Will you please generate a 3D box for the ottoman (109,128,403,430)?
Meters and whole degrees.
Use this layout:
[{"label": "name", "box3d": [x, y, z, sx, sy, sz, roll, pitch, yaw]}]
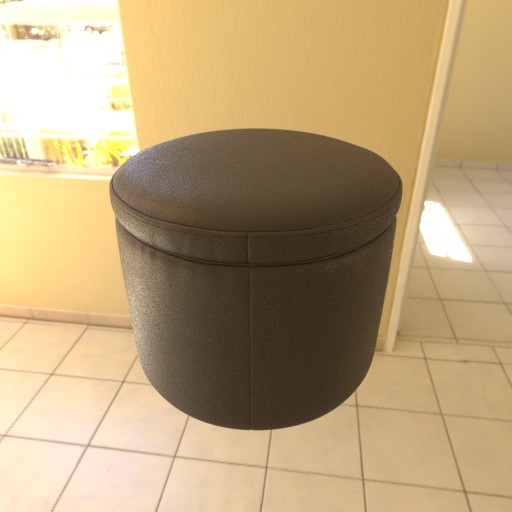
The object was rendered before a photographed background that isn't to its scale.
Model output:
[{"label": "ottoman", "box3d": [0.000, 0.000, 0.861, 0.500, 0.409, 0.500, 0, 29, 0]}]
